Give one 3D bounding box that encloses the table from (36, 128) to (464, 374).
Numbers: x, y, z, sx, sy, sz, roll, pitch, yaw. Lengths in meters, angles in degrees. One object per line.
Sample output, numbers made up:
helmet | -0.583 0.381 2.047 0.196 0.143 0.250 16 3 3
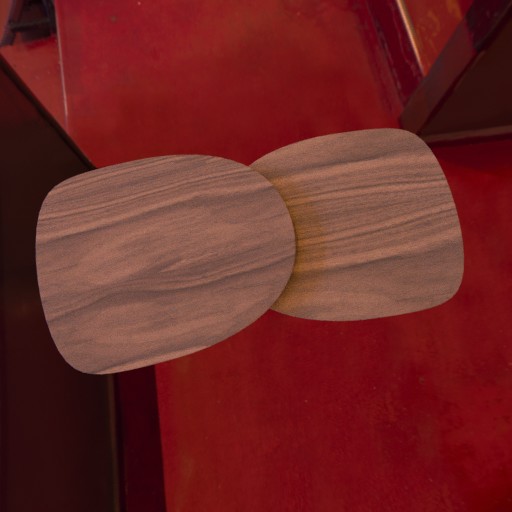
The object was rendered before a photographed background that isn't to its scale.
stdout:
table | 0.000 0.000 1.311 1.084 0.429 0.527 -11 76 -3
